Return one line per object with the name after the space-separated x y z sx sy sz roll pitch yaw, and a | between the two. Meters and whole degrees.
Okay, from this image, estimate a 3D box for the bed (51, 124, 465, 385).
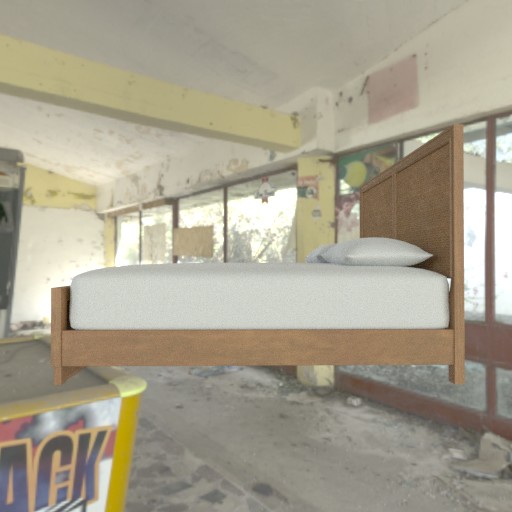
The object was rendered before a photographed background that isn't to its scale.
0.000 0.000 3.345 2.184 1.387 2.003 0 -1 -1 | bed
